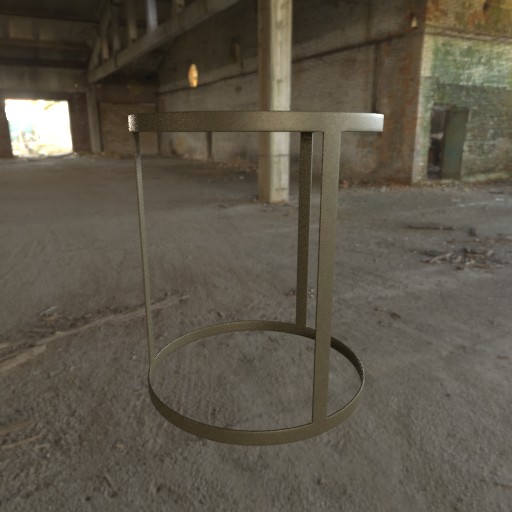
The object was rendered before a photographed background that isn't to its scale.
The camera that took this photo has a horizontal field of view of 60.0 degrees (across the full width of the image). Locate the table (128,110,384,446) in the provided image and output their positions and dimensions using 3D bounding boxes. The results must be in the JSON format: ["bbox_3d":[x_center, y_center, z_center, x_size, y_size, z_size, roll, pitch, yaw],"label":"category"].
[{"bbox_3d":[0.000,0.000,0.940,0.480,0.565,0.480,0,16,0],"label":"table"}]
